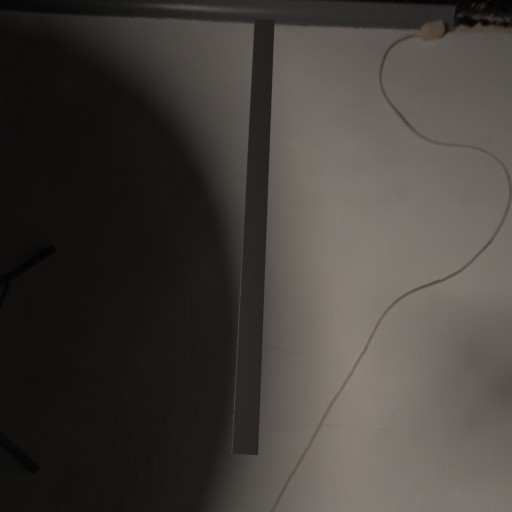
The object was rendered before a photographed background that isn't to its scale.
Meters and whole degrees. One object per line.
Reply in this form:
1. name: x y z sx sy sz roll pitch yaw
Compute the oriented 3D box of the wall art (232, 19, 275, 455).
1. wall art: 0.000 0.000 0.767 0.028 0.460 0.561 2 75 1
